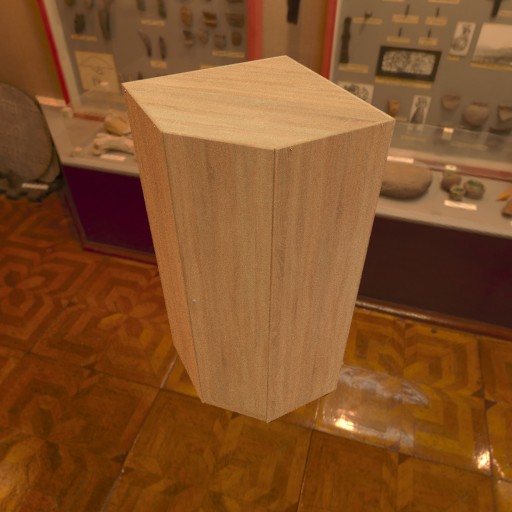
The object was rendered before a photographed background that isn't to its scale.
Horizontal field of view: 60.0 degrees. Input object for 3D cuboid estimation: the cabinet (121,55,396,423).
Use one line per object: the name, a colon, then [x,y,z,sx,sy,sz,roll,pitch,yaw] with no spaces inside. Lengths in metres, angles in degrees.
cabinet: [0.000,0.000,2.828,1.327,2.120,1.094,12,43,13]
